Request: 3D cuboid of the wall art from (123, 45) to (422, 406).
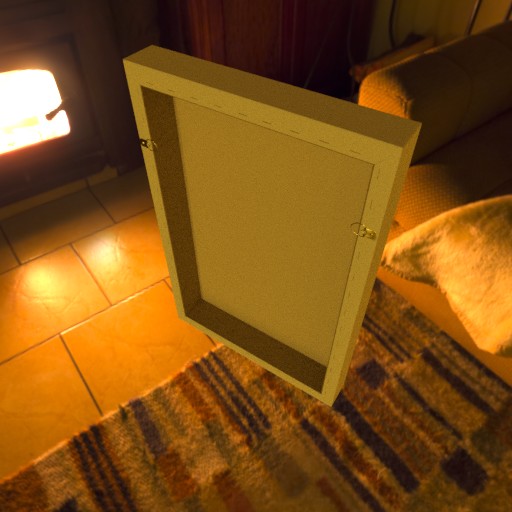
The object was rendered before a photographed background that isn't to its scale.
[{"bbox_3d":[0.000,0.000,0.485,0.252,0.381,0.039,25,51,22],"label":"wall art"}]
